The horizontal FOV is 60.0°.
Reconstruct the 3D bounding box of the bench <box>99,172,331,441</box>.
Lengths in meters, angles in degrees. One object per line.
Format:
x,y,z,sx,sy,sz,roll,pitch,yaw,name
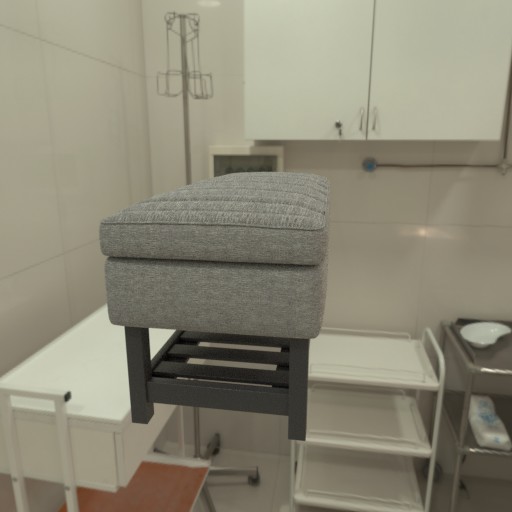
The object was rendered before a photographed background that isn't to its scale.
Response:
0.000,0.000,1.333,0.429,0.470,1.100,2,15,9,bench
